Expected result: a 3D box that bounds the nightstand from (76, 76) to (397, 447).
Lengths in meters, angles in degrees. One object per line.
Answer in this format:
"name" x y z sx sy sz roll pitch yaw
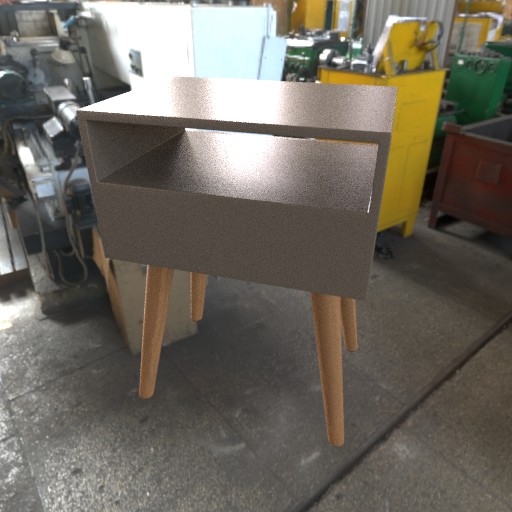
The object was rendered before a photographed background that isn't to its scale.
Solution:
"nightstand" 0.000 0.000 0.737 0.370 0.508 0.288 9 31 14
